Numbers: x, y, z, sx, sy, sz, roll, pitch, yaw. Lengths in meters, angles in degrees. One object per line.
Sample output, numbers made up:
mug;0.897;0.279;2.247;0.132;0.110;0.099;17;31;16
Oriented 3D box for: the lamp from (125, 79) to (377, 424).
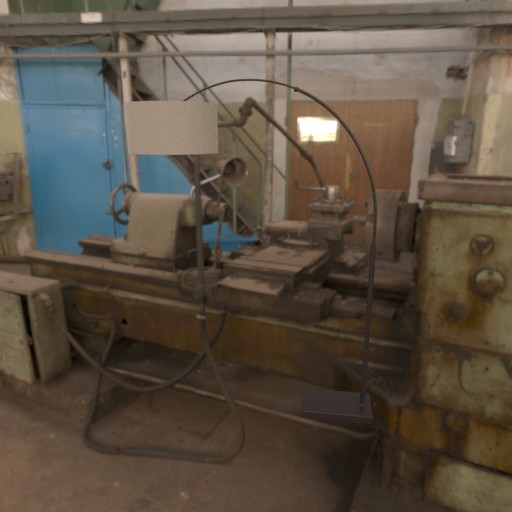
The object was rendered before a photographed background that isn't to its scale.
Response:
lamp;0.000;0.000;2.576;1.424;1.927;0.493;2;15;8
